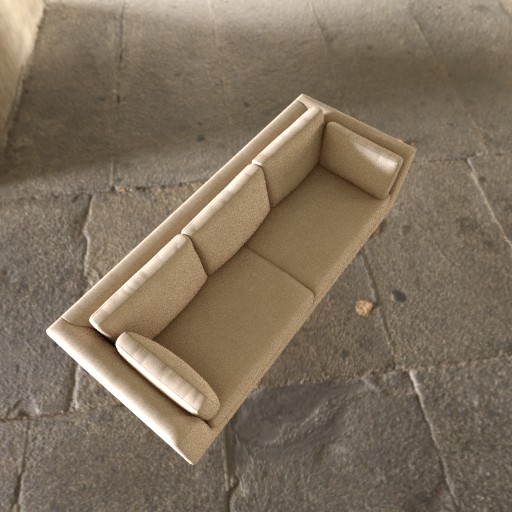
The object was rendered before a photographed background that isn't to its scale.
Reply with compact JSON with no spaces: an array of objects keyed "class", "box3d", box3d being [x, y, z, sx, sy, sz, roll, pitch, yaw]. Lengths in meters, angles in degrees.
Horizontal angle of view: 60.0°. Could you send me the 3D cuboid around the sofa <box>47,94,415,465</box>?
[{"class":"sofa","box3d":[0.000,0.000,2.960,0.969,0.867,2.415,33,64,19]}]
